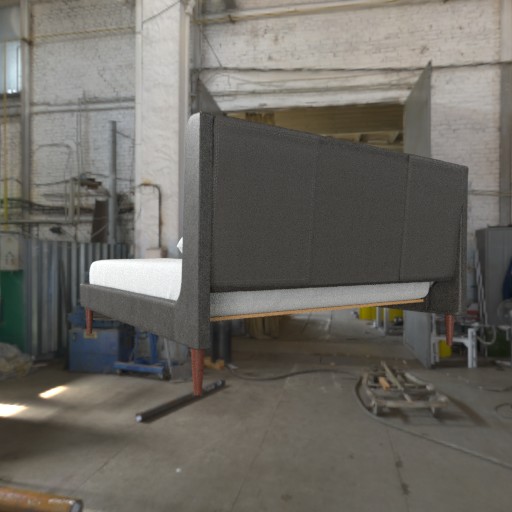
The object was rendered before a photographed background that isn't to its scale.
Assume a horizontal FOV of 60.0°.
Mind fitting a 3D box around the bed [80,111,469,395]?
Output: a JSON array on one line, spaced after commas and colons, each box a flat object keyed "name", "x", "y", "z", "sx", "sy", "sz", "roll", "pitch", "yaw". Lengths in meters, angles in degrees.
[{"name": "bed", "x": 0.000, "y": 0.000, "z": 3.100, "sx": 1.903, "sy": 1.158, "sz": 2.031, "roll": 0, "pitch": 0, "yaw": -34}]
